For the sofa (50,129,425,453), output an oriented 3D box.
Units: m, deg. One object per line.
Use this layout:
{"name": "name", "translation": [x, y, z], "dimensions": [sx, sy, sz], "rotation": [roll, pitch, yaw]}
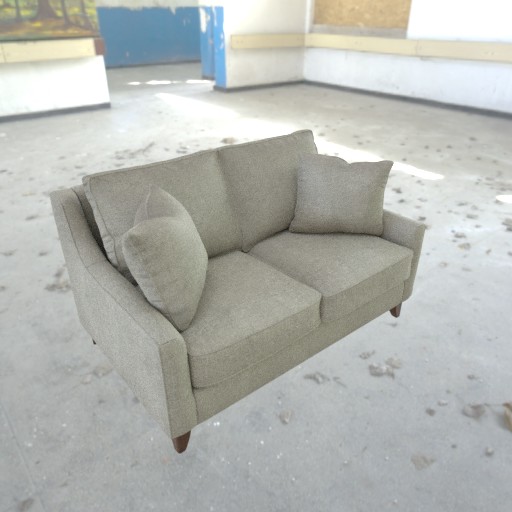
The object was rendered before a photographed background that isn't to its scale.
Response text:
{"name": "sofa", "translation": [0.000, 0.000, 2.014], "dimensions": [1.422, 0.863, 0.915], "rotation": [-21, 36, -33]}
